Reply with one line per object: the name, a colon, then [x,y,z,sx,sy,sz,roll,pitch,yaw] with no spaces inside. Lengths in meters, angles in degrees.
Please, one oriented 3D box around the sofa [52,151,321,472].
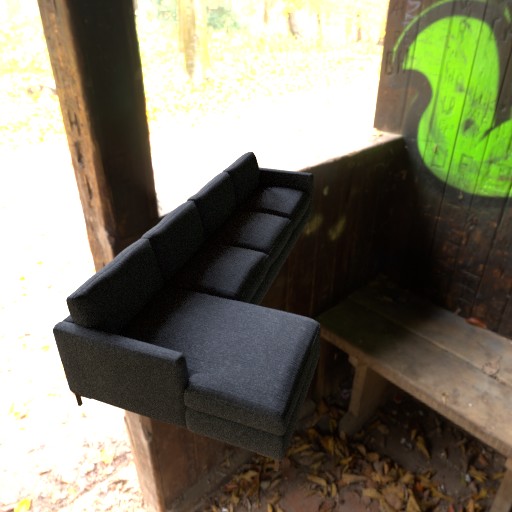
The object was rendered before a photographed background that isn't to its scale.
sofa: [0.000,0.000,3.468,1.350,0.810,2.932,10,32,17]
